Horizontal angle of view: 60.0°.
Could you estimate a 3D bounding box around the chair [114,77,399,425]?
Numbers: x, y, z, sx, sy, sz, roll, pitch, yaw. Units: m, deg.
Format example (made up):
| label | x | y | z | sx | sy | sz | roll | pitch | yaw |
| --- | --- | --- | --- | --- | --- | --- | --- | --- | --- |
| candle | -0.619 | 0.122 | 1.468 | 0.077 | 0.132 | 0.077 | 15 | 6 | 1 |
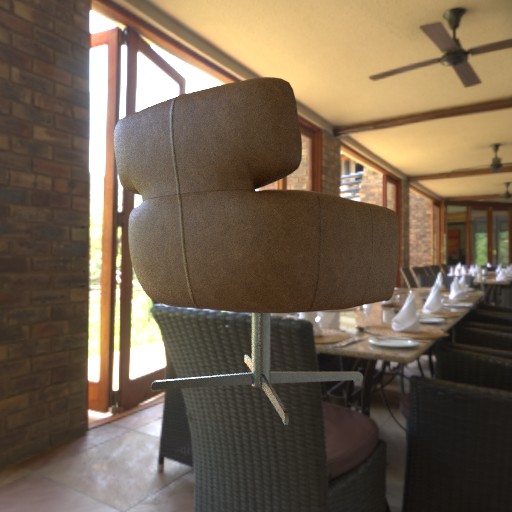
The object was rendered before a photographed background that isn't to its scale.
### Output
| label | x | y | z | sx | sy | sz | roll | pitch | yaw |
| --- | --- | --- | --- | --- | --- | --- | --- | --- | --- |
| chair | 0.000 | 0.000 | 1.369 | 0.706 | 0.812 | 0.715 | 0 | -1 | 35 |
